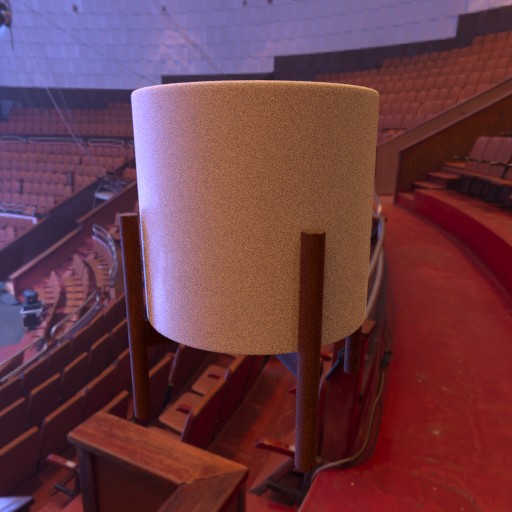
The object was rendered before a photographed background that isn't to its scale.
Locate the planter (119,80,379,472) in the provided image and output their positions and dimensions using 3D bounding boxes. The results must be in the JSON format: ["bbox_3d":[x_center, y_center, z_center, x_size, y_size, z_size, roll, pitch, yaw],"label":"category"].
[{"bbox_3d":[0.000,0.000,0.848,0.420,0.581,0.421,7,17,26],"label":"planter"}]
